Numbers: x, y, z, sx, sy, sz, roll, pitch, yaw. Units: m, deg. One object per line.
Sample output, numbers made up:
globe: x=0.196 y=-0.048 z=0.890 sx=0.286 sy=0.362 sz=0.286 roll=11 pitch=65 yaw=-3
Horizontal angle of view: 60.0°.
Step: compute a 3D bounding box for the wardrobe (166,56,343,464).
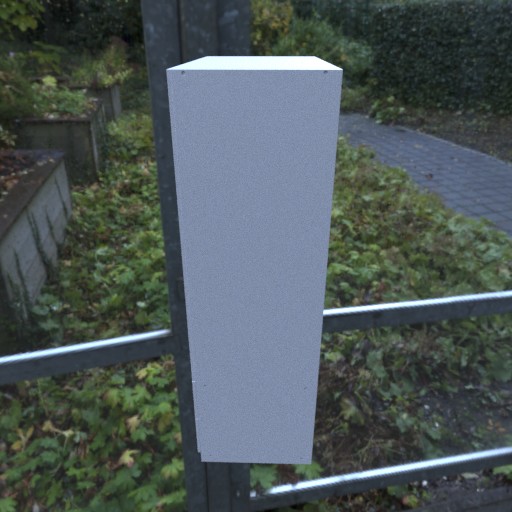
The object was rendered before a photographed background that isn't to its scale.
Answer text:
wardrobe: x=0.000 y=0.000 z=2.247 sx=0.577 sy=1.808 sz=0.991 roll=1 pitch=26 yaw=2
